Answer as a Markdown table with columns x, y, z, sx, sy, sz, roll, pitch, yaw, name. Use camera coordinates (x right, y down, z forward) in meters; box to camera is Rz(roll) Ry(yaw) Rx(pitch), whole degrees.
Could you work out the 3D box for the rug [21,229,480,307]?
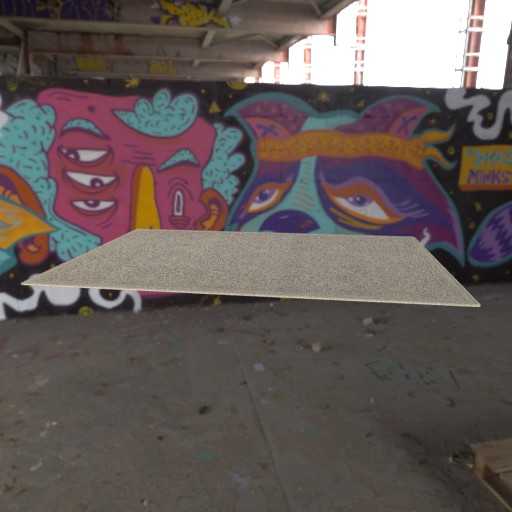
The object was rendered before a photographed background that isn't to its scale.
| x | y | z | sx | sy | sz | roll | pitch | yaw | name |
| --- | --- | --- | --- | --- | --- | --- | --- | --- | --- |
| 0.000 | 0.000 | 2.320 | 1.829 | 0.010 | 1.219 | 2 | 15 | 8 | rug |
